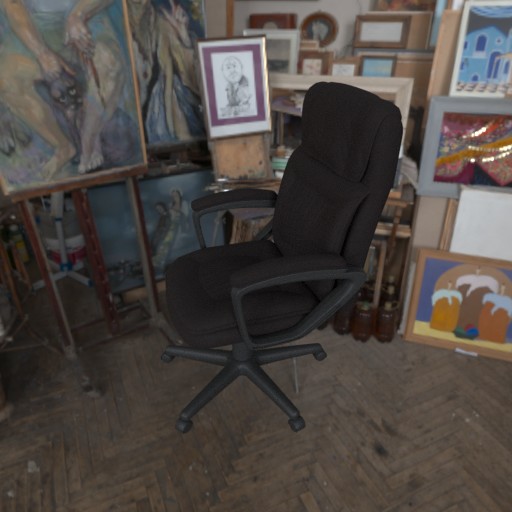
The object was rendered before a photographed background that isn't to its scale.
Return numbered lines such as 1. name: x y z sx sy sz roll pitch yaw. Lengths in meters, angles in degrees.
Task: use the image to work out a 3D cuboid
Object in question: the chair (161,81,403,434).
1. chair: 0.000 0.000 1.558 0.724 1.105 0.667 -9 30 -16
